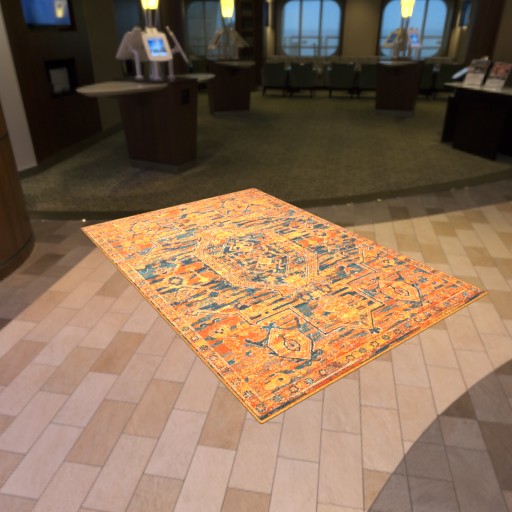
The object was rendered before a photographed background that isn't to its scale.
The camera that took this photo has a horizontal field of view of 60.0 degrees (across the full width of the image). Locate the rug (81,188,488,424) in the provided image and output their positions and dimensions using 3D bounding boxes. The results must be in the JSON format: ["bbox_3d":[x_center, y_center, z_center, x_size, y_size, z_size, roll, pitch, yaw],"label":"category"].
[{"bbox_3d":[0.000,0.000,3.724,2.043,0.019,2.916,-18,32,-31],"label":"rug"}]
